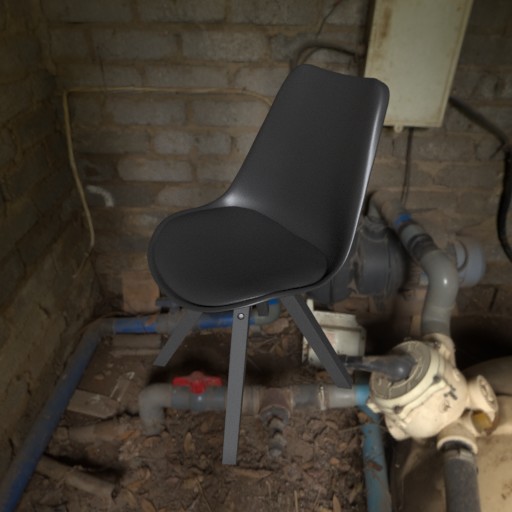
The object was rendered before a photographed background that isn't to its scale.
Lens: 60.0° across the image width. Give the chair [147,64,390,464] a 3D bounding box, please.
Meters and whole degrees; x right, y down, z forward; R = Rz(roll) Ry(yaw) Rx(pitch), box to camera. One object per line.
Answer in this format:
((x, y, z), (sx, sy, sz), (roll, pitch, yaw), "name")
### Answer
((0.000, 0.000, 1.149), (0.530, 0.850, 0.485), (-21, 39, -29), "chair")
